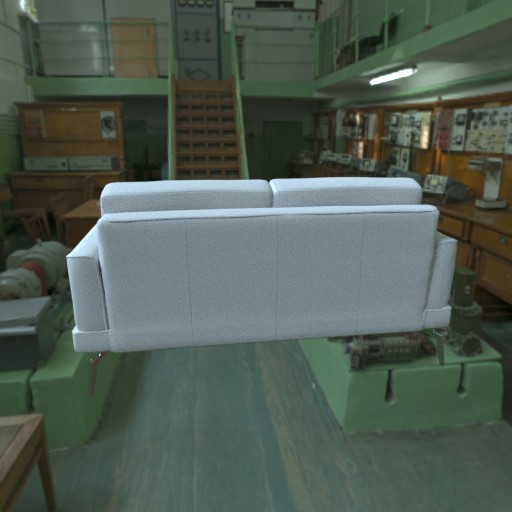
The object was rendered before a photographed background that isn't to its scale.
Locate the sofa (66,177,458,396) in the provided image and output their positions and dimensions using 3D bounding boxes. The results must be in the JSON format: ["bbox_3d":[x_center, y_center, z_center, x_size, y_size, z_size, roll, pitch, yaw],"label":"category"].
[{"bbox_3d":[0.000,0.000,2.490,1.819,0.930,1.121,-2,16,-8],"label":"sofa"}]
